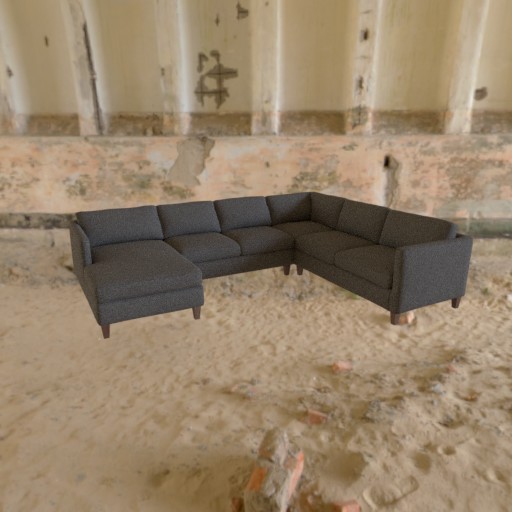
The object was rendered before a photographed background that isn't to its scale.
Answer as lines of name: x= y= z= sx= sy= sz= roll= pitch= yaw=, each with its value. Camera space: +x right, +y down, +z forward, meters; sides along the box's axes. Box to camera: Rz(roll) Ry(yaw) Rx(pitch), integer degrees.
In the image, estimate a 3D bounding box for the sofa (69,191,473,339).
sofa: x=0.000 y=0.000 z=4.468 sx=3.238 sy=0.853 sz=2.551 roll=-9 pitch=19 yaw=-27
